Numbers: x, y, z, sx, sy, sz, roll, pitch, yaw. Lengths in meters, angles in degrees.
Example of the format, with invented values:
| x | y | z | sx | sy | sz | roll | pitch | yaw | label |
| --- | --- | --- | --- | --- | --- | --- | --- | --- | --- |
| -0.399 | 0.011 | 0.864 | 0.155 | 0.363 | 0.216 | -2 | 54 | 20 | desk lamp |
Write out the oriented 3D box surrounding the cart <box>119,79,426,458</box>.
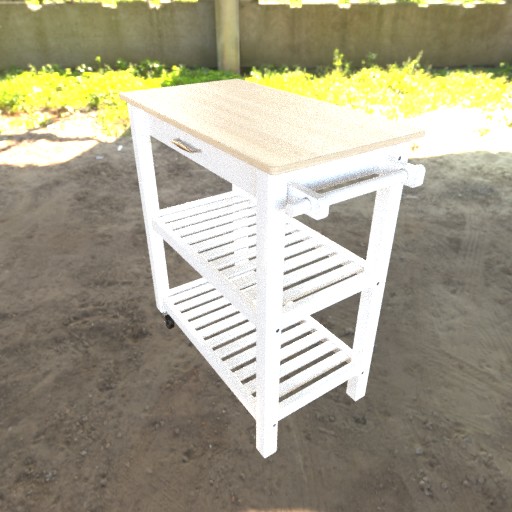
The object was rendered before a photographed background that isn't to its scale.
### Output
| x | y | z | sx | sy | sz | roll | pitch | yaw | label |
| --- | --- | --- | --- | --- | --- | --- | --- | --- | --- |
| 0.000 | 0.000 | 1.450 | 0.457 | 0.927 | 0.899 | -20 | 36 | -29 | cart |
